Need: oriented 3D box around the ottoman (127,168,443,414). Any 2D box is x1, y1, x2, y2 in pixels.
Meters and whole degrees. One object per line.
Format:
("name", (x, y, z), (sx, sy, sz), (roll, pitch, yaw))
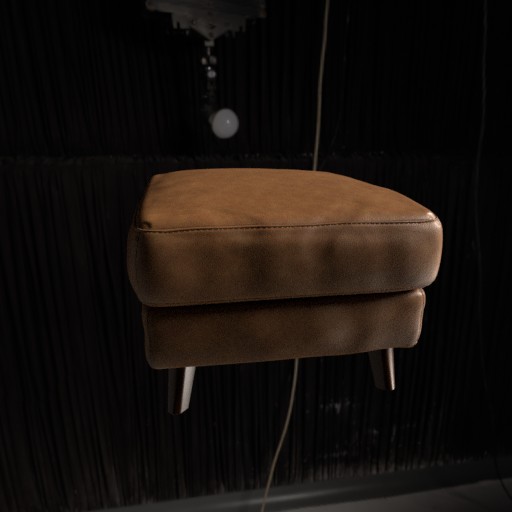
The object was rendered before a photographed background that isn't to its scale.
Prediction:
("ottoman", (0.000, 0.000, 1.236), (0.630, 0.461, 0.869), (-3, 16, -10))
